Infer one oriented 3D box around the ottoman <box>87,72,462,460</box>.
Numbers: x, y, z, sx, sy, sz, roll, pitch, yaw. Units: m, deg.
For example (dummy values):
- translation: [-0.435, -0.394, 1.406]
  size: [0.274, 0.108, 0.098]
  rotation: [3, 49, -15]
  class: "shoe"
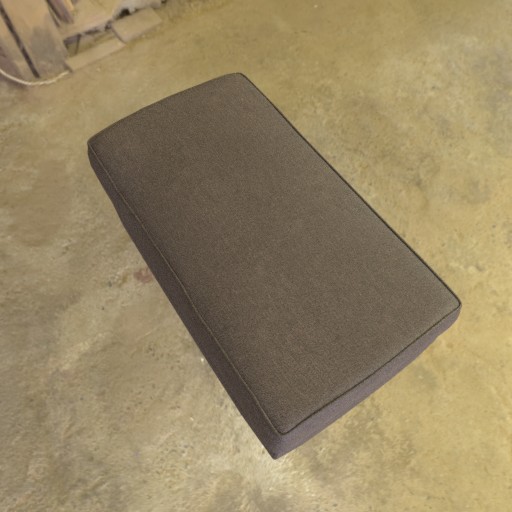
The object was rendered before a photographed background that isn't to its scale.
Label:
- translation: [0.000, 0.000, 1.150]
  size: [0.490, 0.448, 0.864]
  rotation: [-31, 66, -16]
  class: "ottoman"
